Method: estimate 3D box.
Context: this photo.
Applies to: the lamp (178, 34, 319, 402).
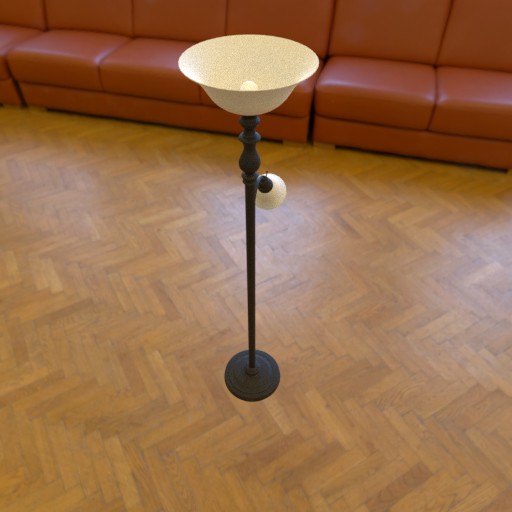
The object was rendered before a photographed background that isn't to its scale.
[{"bbox_3d":[0.000,0.000,1.982,0.405,1.793,0.588,10,46,9],"label":"lamp"}]
